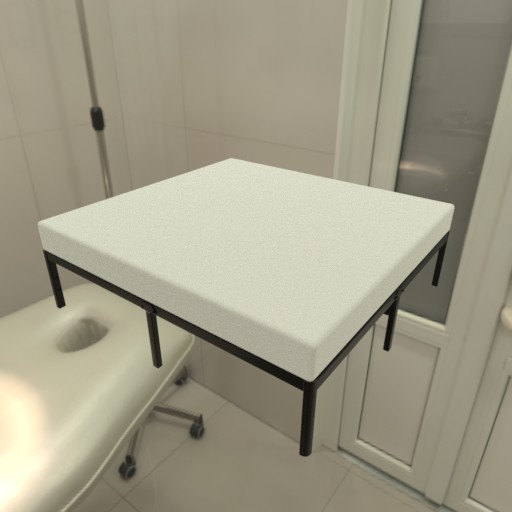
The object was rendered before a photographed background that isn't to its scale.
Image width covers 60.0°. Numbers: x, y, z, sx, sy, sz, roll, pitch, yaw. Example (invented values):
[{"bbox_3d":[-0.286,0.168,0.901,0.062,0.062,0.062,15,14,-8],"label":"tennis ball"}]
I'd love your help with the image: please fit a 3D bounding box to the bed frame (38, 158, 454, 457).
[{"bbox_3d":[0.000,0.000,3.129,2.079,0.659,1.963,19,33,32],"label":"bed frame"}]
